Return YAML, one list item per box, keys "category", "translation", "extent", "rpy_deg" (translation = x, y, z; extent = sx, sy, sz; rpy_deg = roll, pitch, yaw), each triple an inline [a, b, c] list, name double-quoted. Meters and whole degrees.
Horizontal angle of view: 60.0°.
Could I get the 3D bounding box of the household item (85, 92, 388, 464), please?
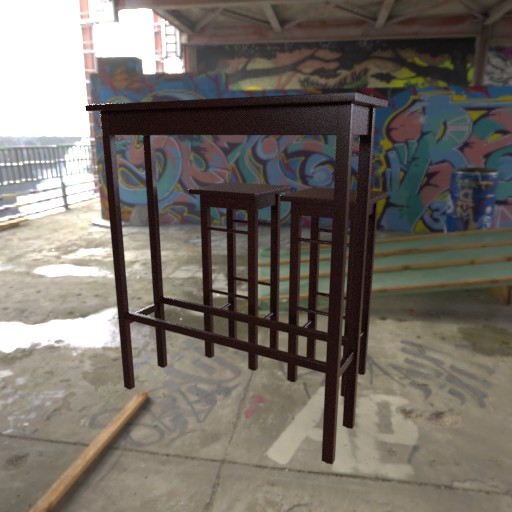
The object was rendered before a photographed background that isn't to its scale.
- category: "household item"
  translation: [0.000, 0.000, 1.663]
  extent: [0.914, 1.067, 0.676]
  rpy_deg: [8, 17, 29]
